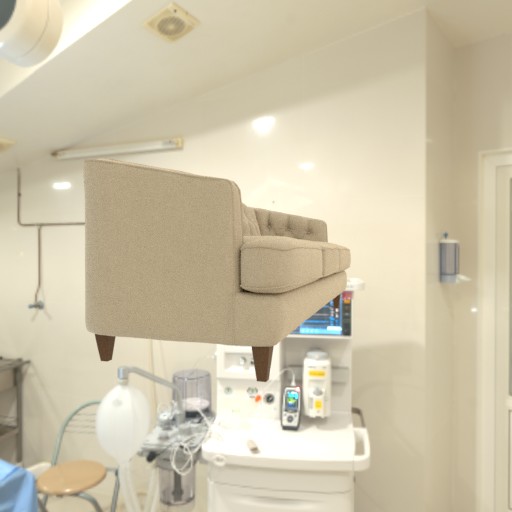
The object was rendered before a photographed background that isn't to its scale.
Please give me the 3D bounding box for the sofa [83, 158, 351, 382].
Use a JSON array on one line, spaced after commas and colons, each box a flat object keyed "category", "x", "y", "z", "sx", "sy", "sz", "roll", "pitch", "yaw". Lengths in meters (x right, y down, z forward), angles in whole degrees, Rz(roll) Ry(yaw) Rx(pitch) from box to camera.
[{"category": "sofa", "x": 0.000, "y": 0.000, "z": 2.667, "sx": 0.941, "sy": 0.855, "sz": 2.278, "roll": 0, "pitch": 1, "yaw": 17}]
